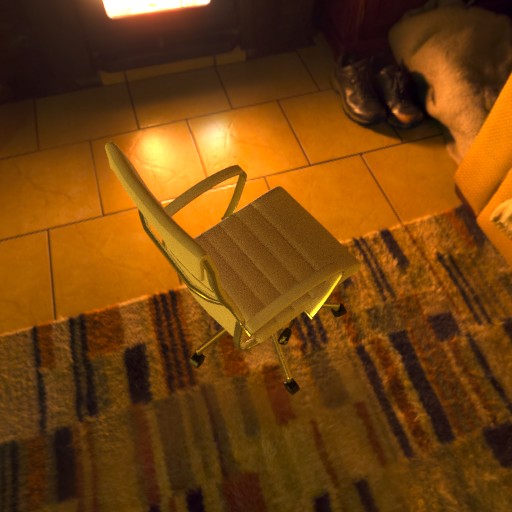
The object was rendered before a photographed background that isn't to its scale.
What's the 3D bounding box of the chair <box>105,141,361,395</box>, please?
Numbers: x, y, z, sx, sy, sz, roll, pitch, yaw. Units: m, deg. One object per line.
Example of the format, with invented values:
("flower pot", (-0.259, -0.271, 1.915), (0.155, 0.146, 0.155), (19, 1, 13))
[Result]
("chair", (0.000, 0.000, 1.621), (0.739, 1.149, 0.766), (-33, 64, -19))
